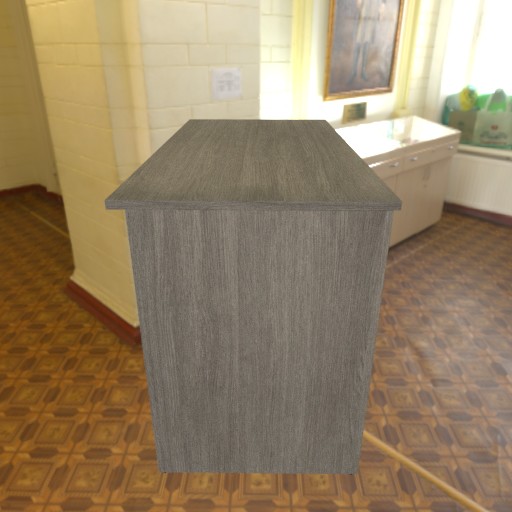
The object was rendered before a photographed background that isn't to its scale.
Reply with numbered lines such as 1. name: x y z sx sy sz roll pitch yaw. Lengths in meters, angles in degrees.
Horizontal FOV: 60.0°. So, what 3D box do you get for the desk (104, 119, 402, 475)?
1. desk: 0.000 0.000 1.484 0.560 0.735 1.097 0 25 1
